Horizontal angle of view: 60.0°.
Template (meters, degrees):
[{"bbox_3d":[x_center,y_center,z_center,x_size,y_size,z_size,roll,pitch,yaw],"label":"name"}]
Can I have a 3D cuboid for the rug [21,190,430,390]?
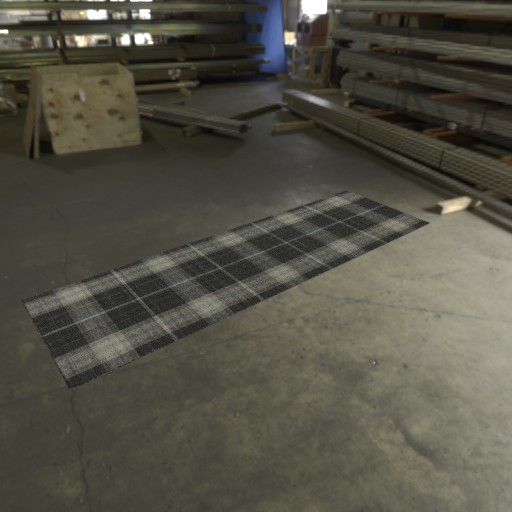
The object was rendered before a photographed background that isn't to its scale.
[{"bbox_3d":[0.000,0.000,2.638,2.434,0.012,0.760,-21,36,-32],"label":"rug"}]
